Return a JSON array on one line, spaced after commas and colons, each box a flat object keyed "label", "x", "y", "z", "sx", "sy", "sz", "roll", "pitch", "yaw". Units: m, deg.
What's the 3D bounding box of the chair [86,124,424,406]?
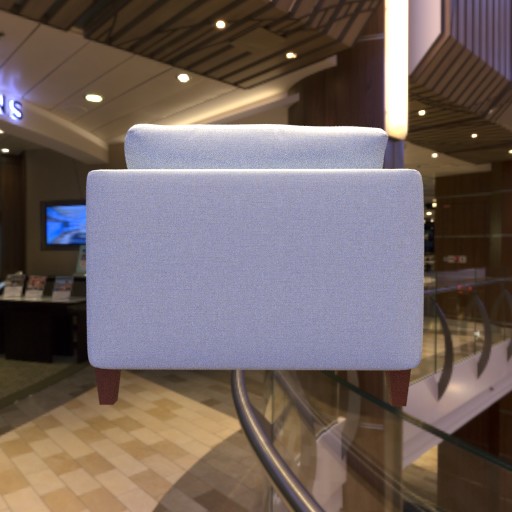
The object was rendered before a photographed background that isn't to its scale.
[{"label": "chair", "x": 0.000, "y": 0.000, "z": 1.870, "sx": 1.107, "sy": 0.961, "sz": 0.953, "roll": 0, "pitch": 1, "yaw": 1}]
